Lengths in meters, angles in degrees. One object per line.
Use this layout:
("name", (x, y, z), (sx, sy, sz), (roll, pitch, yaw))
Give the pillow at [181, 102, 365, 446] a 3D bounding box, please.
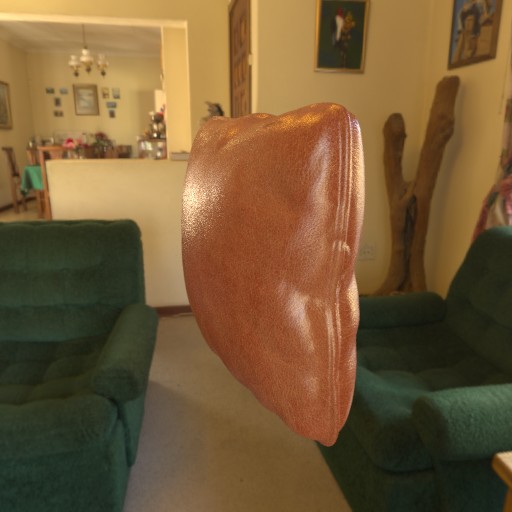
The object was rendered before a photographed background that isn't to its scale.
("pillow", (0.000, 0.000, 0.838), (0.236, 0.523, 0.532), (-7, 16, -25))
